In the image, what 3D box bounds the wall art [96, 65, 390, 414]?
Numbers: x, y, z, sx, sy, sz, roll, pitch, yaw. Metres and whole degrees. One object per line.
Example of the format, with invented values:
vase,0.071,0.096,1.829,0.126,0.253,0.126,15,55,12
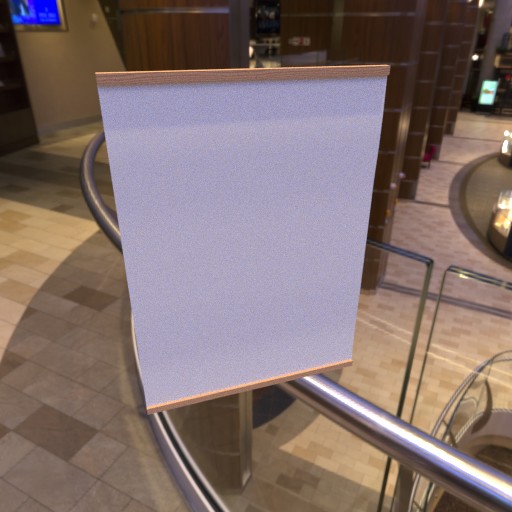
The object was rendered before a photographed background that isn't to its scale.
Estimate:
wall art,0.000,0.000,1.303,0.739,1.016,0.020,-9,28,-16
